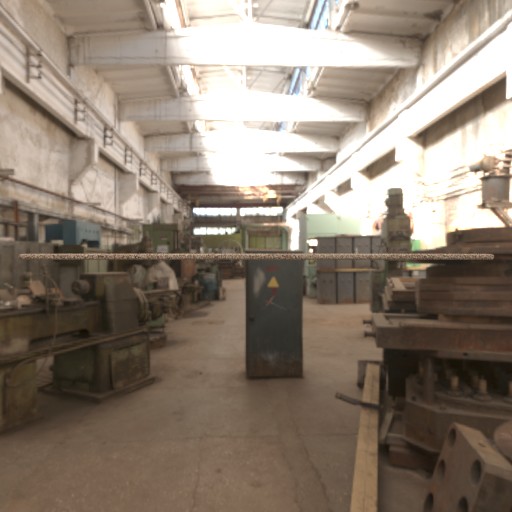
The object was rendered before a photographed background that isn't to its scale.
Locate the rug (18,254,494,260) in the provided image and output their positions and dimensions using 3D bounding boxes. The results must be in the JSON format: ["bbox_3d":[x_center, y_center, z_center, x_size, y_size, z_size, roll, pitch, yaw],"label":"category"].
[{"bbox_3d":[0.000,0.000,3.016,2.438,0.030,1.524,0,0,0],"label":"rug"}]
